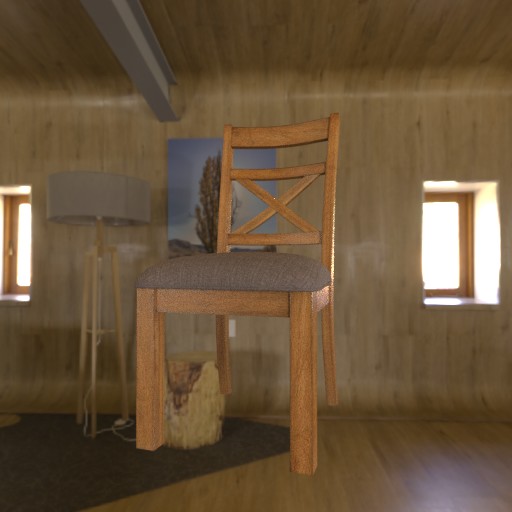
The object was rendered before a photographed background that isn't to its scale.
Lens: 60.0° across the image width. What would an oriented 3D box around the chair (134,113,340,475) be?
[{"bbox_3d":[0.000,0.000,1.283,0.470,0.949,0.581,0,-1,19],"label":"chair"}]
